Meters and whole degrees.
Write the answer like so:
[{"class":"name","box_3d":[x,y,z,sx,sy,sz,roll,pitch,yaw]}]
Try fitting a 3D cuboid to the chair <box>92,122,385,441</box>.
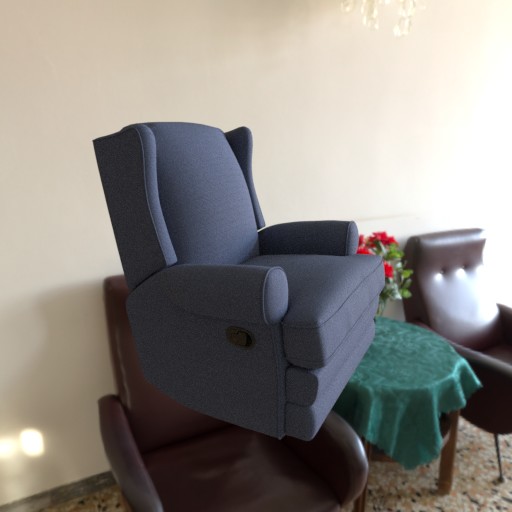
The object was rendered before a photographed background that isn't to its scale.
[{"class":"chair","box_3d":[0.000,0.000,1.751,0.877,1.020,0.971,8,18,27]}]
